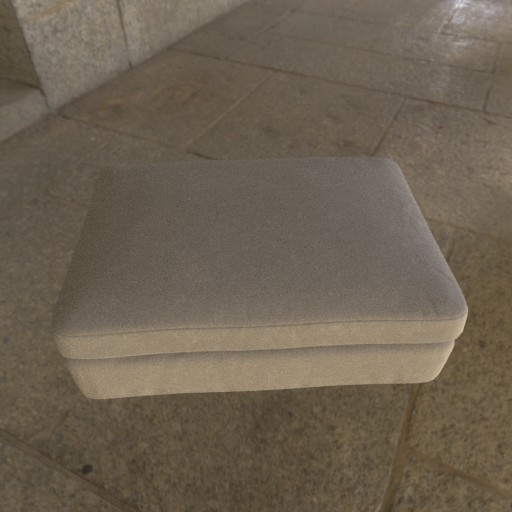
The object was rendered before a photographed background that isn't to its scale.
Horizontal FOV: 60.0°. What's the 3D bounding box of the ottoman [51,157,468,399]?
[{"bbox_3d":[0.000,0.000,1.582,1.199,0.429,0.840,-2,45,-2],"label":"ottoman"}]
